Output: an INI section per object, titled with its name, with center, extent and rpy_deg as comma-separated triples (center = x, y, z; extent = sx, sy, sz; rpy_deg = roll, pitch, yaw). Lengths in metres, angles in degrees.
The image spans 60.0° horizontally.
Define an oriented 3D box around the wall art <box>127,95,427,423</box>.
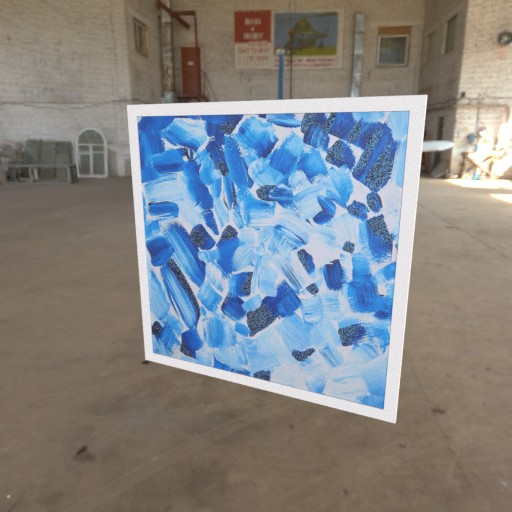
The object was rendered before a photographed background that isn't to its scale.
[wall art]
center = 0.000, 0.000, 0.997
extent = 0.660, 0.660, 0.015
rpy_deg = 7, 17, 24
